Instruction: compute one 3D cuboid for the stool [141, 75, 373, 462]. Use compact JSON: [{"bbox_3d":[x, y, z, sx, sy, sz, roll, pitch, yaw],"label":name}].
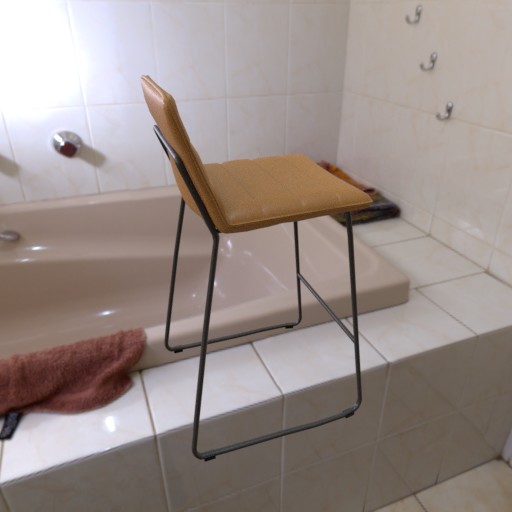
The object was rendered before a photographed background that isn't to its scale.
[{"bbox_3d":[0.000,0.000,1.246,0.524,0.936,0.489,-9,30,-17],"label":"stool"}]
